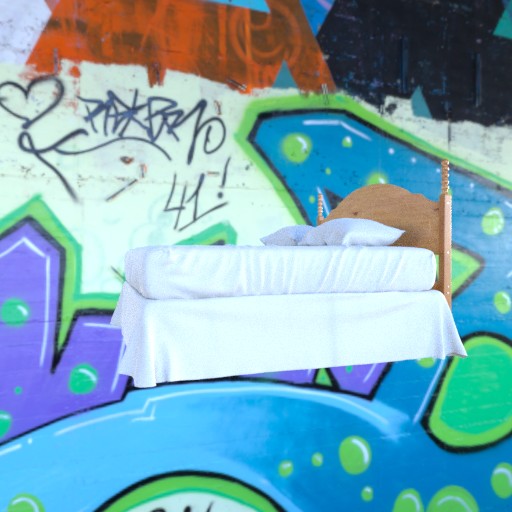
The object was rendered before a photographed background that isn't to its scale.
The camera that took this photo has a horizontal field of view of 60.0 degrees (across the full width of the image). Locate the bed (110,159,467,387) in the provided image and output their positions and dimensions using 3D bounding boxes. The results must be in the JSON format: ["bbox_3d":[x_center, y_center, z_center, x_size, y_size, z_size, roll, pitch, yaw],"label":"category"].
[{"bbox_3d":[0.000,0.000,3.608,2.219,1.355,2.322,0,0,-19],"label":"bed"}]
